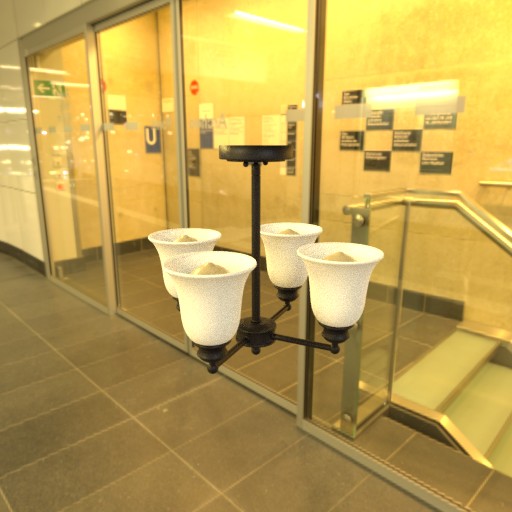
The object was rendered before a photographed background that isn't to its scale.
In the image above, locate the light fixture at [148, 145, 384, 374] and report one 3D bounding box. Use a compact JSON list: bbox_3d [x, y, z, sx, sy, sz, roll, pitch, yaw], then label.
[{"bbox_3d":[0.000,0.000,1.908,1.069,0.925,1.069,7,16,26],"label":"light fixture"}]
